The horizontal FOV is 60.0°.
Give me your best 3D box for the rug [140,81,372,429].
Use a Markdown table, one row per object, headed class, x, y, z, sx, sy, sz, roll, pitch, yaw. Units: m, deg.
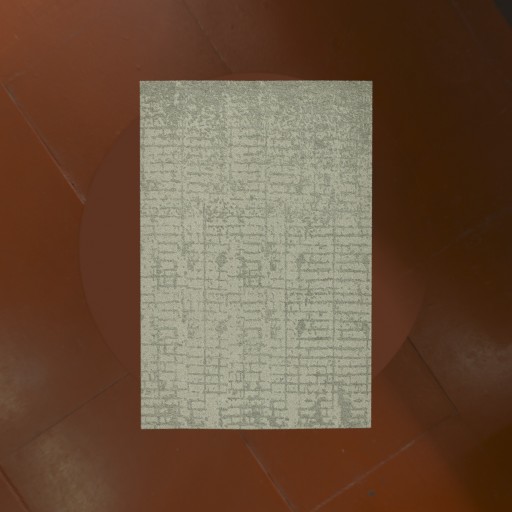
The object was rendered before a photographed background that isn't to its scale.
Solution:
| class | x | y | z | sx | sy | sz | roll | pitch | yaw |
| --- | --- | --- | --- | --- | --- | --- | --- | --- | --- |
| rug | 0.000 | 0.000 | 2.324 | 1.211 | 0.007 | 1.827 | 0 | 91 | 0 |
